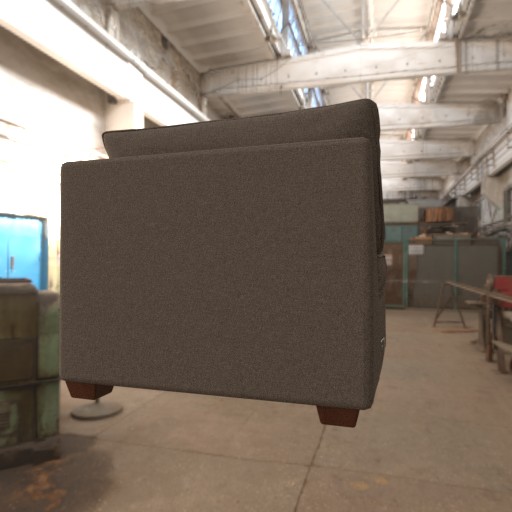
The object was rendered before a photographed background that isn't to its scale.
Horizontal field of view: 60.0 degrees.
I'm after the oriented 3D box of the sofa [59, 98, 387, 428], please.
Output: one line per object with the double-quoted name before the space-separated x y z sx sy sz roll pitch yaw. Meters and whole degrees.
"sofa" 0.000 0.000 1.913 1.084 1.002 1.146 0 -1 18
